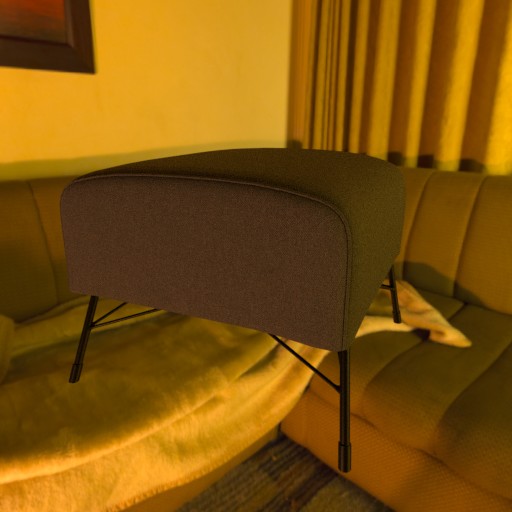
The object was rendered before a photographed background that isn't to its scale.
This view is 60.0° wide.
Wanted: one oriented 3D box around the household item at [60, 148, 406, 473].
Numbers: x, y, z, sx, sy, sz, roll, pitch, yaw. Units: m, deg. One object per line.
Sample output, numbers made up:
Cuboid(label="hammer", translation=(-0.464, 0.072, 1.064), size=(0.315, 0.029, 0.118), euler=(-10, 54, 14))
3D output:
Cuboid(label="household item", translation=(0.000, 0.000, 0.884), size=(0.530, 0.410, 0.530), euler=(8, 19, 24))
